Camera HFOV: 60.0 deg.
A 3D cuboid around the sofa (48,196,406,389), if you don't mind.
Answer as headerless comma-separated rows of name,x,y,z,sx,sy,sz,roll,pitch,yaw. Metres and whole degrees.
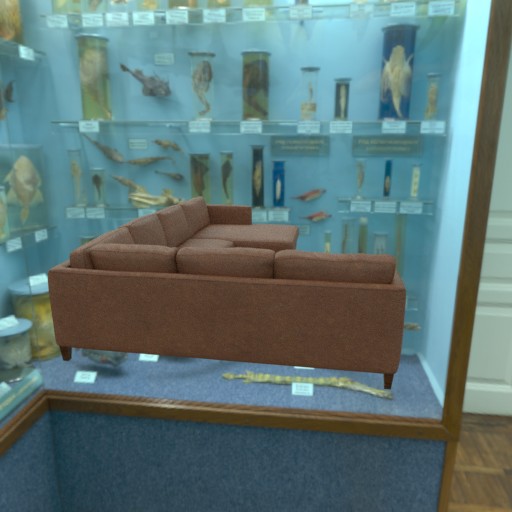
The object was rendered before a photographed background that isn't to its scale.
sofa,0.000,0.000,4.743,2.593,0.923,3.460,2,15,9
